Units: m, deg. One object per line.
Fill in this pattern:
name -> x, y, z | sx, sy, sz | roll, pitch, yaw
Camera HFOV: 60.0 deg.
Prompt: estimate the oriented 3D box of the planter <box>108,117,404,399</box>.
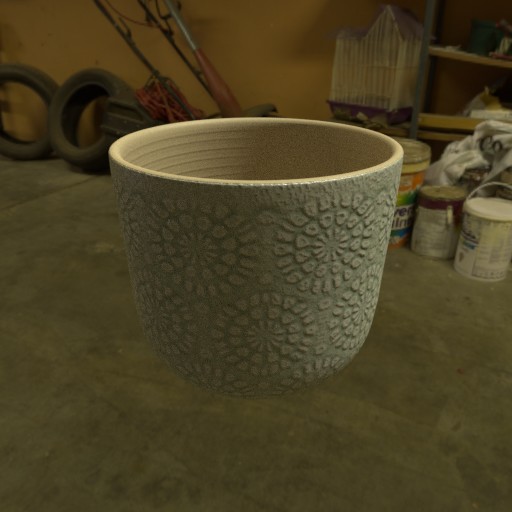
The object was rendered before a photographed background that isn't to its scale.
planter -> 0.000, 0.000, 0.298 | 0.169, 0.153, 0.169 | 0, 26, 0
